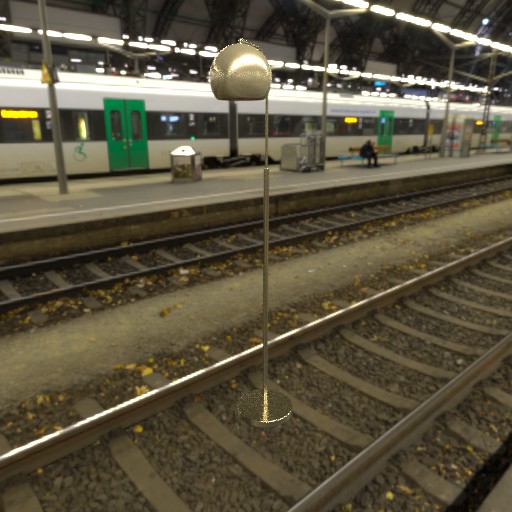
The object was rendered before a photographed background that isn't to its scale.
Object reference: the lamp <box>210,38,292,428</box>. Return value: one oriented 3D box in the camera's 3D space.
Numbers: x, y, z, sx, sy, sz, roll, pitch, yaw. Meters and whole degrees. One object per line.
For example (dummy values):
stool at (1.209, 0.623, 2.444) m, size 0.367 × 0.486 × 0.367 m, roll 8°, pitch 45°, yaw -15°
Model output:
lamp at (0.000, 0.000, 1.745) m, size 0.250 × 1.526 × 0.431 m, roll 8°, pitch 18°, yaw 26°
